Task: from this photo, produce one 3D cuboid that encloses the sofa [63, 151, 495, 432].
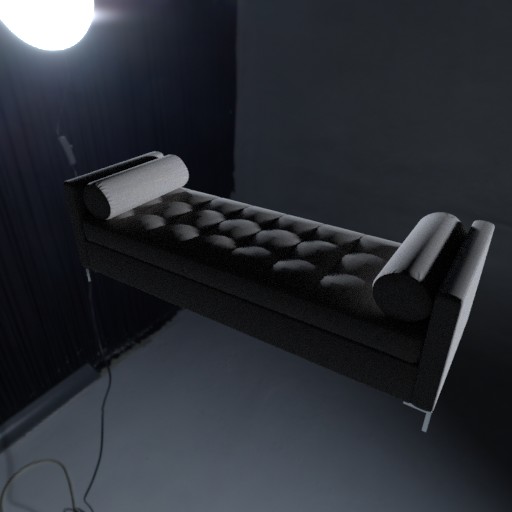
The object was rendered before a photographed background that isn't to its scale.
[{"bbox_3d":[0.000,0.000,2.241,1.981,0.635,0.686,18,34,28],"label":"sofa"}]
